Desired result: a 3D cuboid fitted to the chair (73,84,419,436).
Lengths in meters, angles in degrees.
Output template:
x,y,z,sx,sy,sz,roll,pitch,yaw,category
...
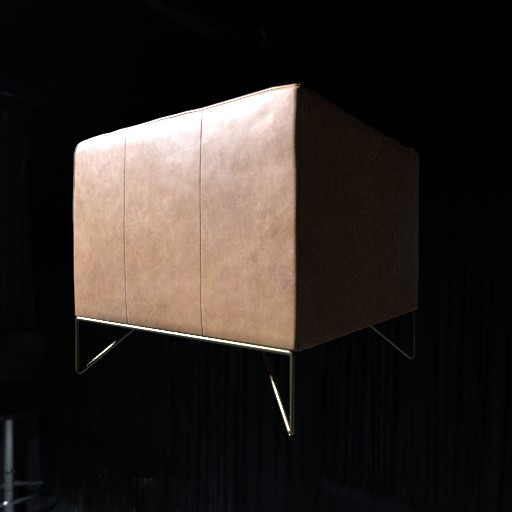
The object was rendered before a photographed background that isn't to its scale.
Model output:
x,y,z,sx,sy,sz,roll,pitch,yaw,category
0.000,0.000,1.602,0.912,0.797,0.920,1,1,36,chair
